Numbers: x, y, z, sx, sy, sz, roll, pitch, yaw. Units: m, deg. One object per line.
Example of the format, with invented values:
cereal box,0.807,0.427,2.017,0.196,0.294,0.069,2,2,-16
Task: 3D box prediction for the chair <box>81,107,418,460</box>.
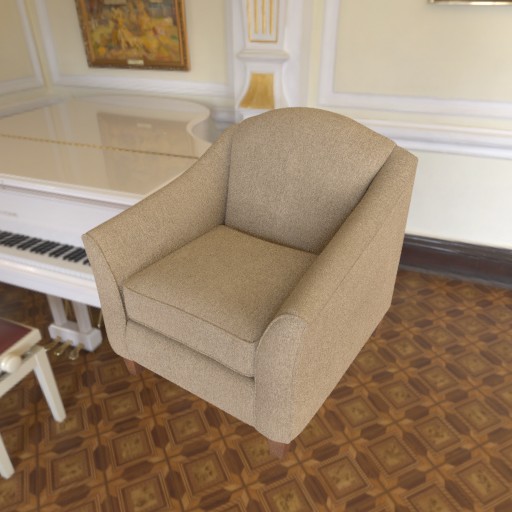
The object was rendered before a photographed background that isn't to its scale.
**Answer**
chair,0.000,0.000,1.473,0.763,0.839,0.787,18,34,29
